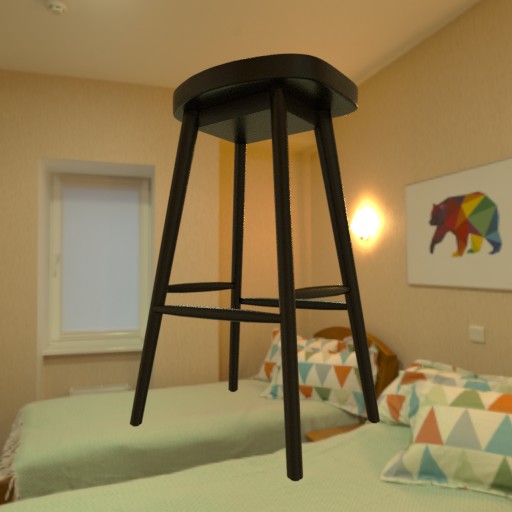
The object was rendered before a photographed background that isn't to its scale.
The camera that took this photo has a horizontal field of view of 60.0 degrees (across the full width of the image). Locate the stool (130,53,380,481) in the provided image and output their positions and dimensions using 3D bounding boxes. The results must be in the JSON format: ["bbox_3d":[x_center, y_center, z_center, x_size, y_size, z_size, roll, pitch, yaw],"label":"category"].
[{"bbox_3d":[0.000,0.000,0.998,0.440,0.749,0.361,-1,-2,37],"label":"stool"}]
